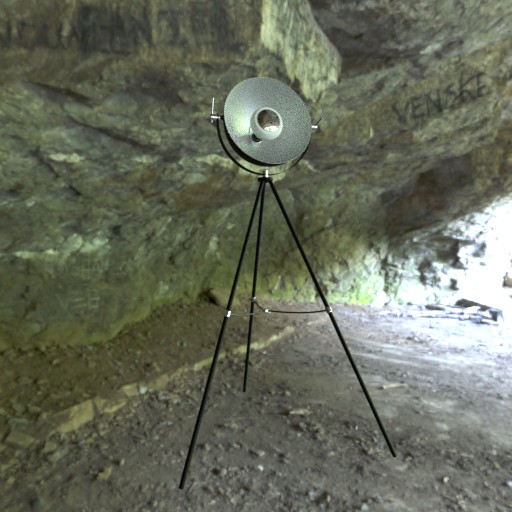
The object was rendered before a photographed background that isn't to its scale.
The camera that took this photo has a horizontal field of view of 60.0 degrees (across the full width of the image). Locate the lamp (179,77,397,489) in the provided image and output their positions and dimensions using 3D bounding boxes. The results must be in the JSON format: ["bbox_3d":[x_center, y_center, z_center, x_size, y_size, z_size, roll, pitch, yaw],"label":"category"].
[{"bbox_3d":[0.000,0.000,1.961,0.817,1.512,0.920,0,1,-19],"label":"lamp"}]
